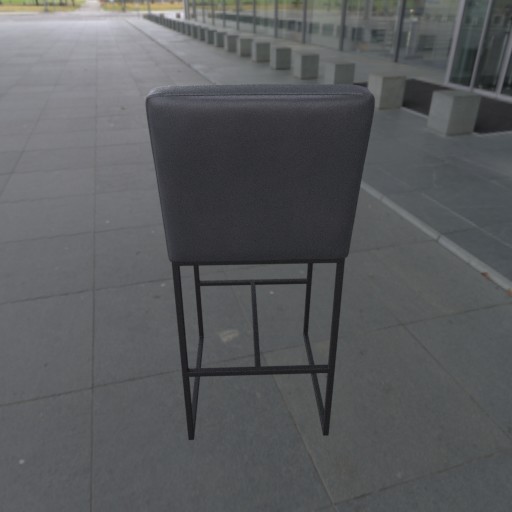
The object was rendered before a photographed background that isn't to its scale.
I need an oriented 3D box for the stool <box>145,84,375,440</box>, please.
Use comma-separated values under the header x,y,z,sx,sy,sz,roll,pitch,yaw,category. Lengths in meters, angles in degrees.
x,y,z,sx,sy,sz,roll,pitch,yaw,category
0.000,0.000,1.328,0.457,1.040,0.552,-1,30,-2,stool
